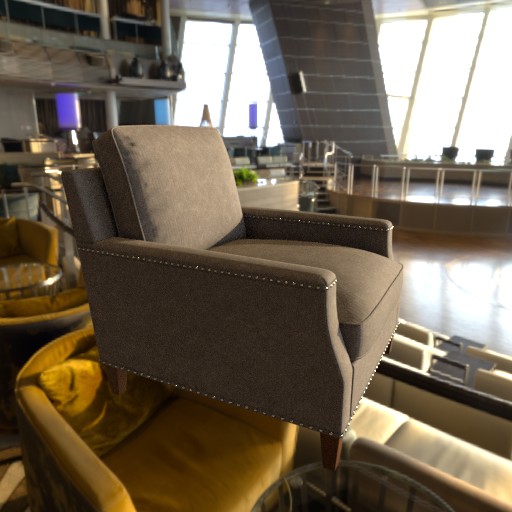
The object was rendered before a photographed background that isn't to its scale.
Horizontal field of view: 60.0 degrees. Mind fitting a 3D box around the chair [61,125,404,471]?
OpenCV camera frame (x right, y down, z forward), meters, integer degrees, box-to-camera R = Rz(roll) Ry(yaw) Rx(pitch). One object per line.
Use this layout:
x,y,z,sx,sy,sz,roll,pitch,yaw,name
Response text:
0.000,0.000,1.670,1.014,0.948,0.853,8,18,26,chair
